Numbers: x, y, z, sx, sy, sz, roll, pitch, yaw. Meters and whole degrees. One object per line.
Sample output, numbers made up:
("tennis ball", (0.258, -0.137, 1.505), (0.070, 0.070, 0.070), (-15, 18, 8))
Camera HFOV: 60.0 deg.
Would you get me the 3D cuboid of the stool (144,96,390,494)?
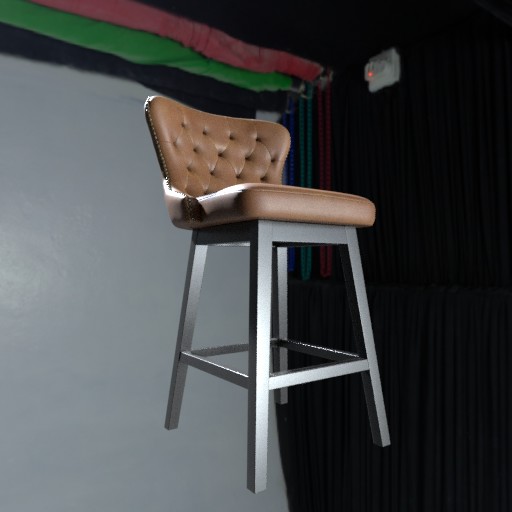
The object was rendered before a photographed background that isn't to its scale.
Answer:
("stool", (0.000, 0.000, 1.265), (0.528, 0.971, 0.593), (1, -1, -35))
